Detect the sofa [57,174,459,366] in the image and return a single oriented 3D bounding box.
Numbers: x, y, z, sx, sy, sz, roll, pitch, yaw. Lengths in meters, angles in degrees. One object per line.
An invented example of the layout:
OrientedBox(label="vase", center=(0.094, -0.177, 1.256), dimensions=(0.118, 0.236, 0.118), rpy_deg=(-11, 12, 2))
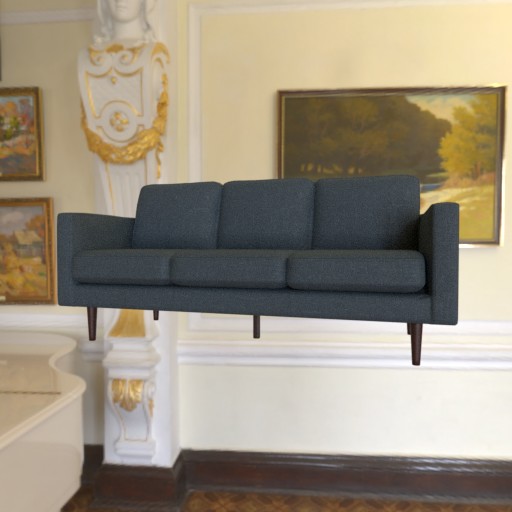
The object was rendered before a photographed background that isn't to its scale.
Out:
OrientedBox(label="sofa", center=(0.000, 0.000, 2.521), dimensions=(2.013, 0.945, 0.935), rpy_deg=(0, 2, 17))
